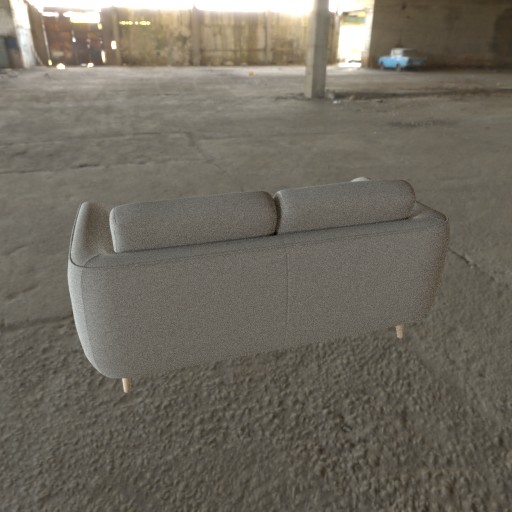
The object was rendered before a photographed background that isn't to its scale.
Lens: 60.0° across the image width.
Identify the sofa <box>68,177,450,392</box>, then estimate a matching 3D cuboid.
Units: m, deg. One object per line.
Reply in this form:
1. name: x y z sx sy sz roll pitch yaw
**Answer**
1. sofa: 0.000 0.000 2.233 1.700 0.850 0.920 -7 26 -15
